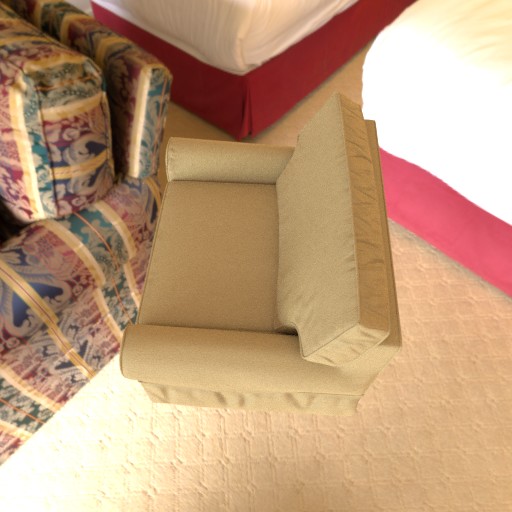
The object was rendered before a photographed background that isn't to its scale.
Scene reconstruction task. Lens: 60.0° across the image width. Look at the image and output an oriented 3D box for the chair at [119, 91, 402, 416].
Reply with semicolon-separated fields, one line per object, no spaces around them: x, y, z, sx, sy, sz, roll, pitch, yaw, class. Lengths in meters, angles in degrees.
0.000;0.000;1.807;0.903;0.937;1.096;3;58;2;chair
